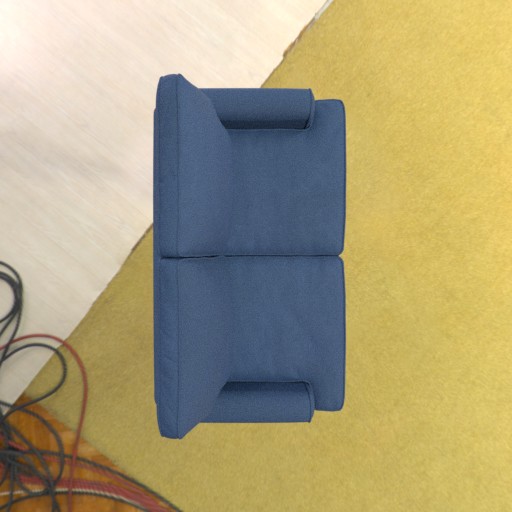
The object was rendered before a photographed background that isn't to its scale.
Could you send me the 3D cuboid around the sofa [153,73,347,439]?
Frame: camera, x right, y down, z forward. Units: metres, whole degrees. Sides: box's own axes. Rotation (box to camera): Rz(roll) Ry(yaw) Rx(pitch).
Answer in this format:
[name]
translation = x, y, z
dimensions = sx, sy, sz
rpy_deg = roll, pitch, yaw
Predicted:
[sofa]
translation = 0.000, 0.000, 2.267
dimensions = 0.965, 0.965, 1.651
rpy_deg = 0, 91, 0
